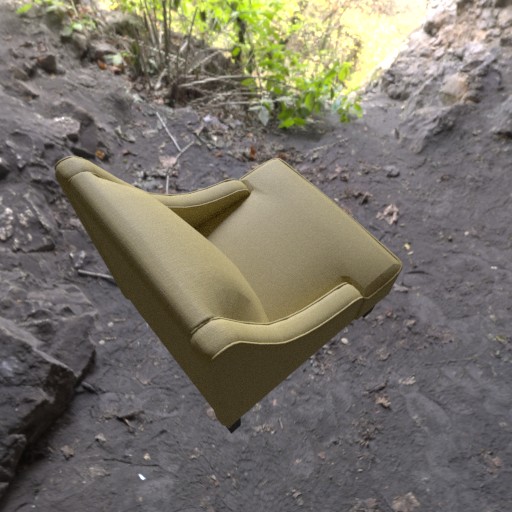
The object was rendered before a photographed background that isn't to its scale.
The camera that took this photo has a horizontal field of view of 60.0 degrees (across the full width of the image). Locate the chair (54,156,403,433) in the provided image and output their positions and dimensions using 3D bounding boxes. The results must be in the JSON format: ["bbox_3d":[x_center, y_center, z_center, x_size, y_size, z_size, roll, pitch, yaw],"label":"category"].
[{"bbox_3d":[0.000,0.000,1.503,0.814,0.896,0.696,-36,65,-19],"label":"chair"}]
